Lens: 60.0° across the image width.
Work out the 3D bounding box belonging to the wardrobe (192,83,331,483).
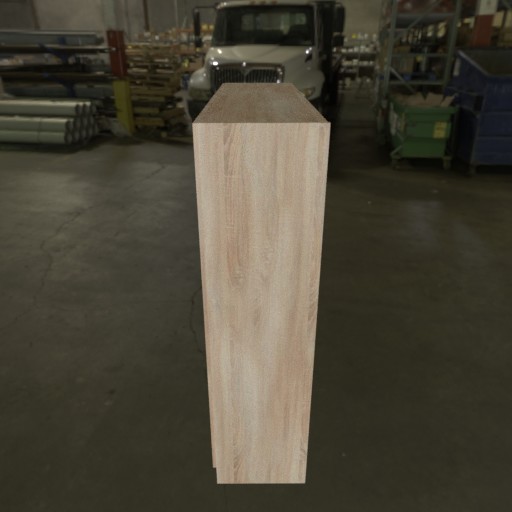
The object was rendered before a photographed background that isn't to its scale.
[{"bbox_3d":[0.000,0.000,3.167,0.598,2.159,1.998,0,26,0],"label":"wardrobe"}]
